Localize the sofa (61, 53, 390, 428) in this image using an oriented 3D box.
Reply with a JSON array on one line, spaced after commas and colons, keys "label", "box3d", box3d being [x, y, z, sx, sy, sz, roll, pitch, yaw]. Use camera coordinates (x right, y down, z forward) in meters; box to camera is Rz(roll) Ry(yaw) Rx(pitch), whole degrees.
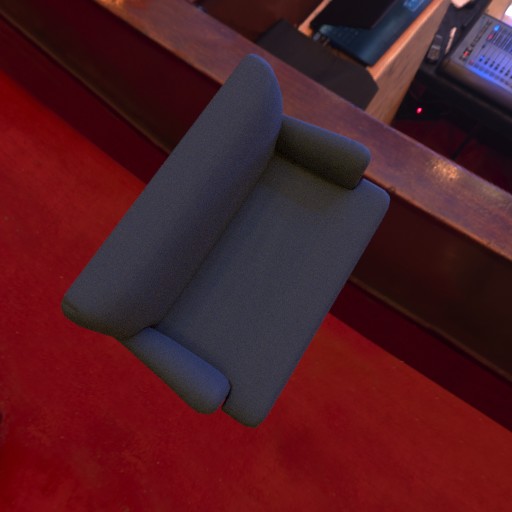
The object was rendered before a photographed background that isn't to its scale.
[{"label": "sofa", "box3d": [0.000, 0.000, 1.906, 0.779, 0.889, 1.297, 31, 76, 8]}]
